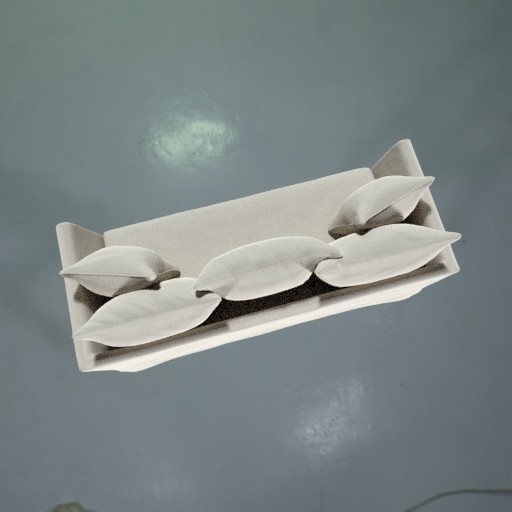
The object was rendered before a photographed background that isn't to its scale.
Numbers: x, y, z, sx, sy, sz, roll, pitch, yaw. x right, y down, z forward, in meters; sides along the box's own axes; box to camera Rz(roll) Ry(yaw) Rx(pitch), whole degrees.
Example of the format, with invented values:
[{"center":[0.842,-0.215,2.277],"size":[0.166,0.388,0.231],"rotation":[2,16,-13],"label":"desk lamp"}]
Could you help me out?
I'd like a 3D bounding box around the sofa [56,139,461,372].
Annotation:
[{"center":[0.000,0.000,3.111],"size":[2.499,1.047,1.046],"rotation":[-14,76,-4],"label":"sofa"}]
